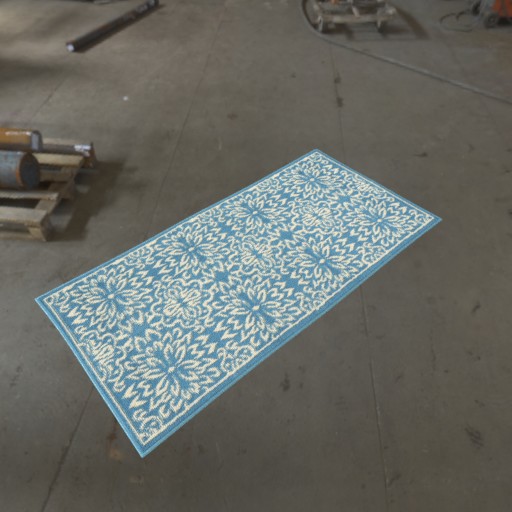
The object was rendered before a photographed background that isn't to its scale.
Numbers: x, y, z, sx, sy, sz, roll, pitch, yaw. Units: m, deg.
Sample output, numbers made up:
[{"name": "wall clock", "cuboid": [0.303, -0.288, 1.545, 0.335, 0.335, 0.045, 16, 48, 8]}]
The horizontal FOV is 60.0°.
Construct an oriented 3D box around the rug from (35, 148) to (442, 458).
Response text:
[{"name": "rug", "cuboid": [0.000, 0.000, 1.432, 1.219, 0.007, 0.604, -33, 54, -28]}]
